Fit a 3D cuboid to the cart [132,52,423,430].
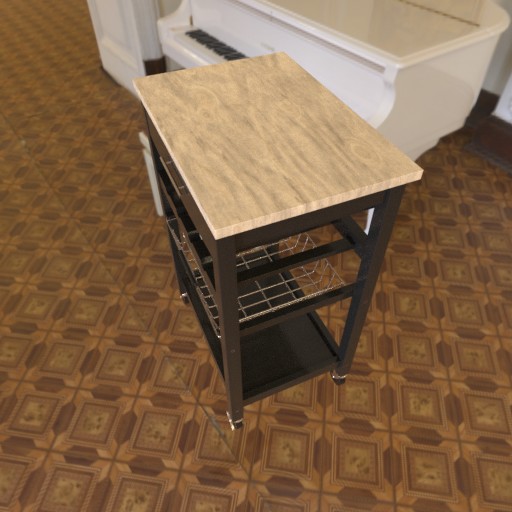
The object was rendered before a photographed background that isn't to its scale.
[{"bbox_3d":[0.000,0.000,1.228,0.403,0.839,0.584,-18,49,-16],"label":"cart"}]
